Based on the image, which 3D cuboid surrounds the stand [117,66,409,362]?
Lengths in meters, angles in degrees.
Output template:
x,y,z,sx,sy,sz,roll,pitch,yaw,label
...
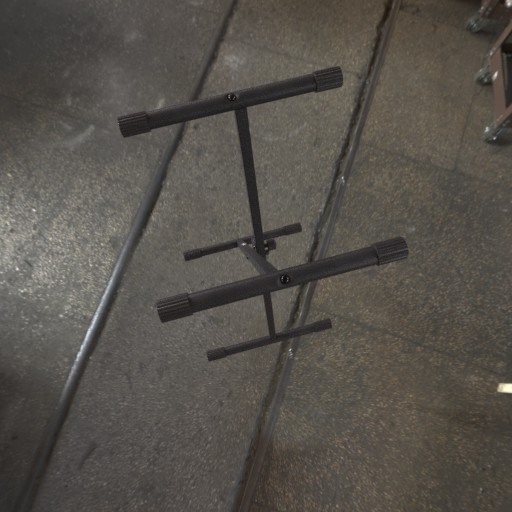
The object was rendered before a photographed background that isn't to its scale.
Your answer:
x,y,z,sx,sy,sz,roll,pitch,yaw,label
0.000,0.000,1.167,0.449,0.940,0.409,-14,75,-4,stand
